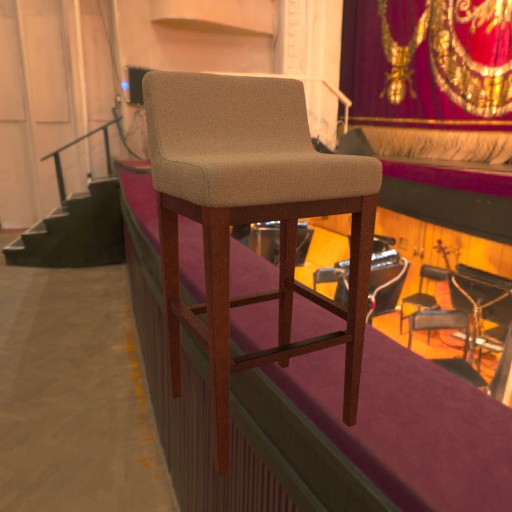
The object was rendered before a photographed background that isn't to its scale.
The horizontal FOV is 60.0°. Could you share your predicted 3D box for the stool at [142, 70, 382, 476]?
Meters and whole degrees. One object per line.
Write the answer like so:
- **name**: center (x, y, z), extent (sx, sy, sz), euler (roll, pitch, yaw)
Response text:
- **stool**: center (0.000, 0.000, 1.313), extent (0.511, 1.037, 0.500), euler (-8, 18, -27)
